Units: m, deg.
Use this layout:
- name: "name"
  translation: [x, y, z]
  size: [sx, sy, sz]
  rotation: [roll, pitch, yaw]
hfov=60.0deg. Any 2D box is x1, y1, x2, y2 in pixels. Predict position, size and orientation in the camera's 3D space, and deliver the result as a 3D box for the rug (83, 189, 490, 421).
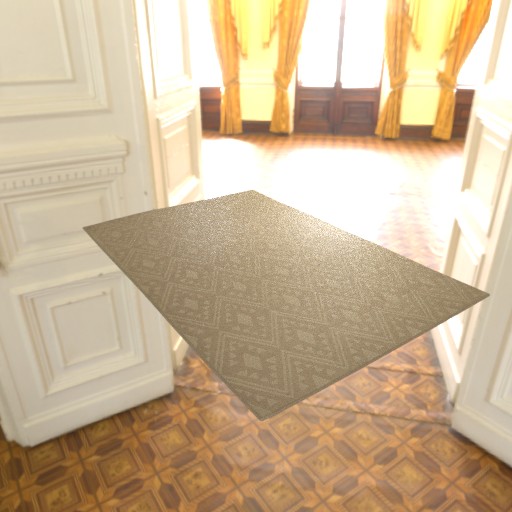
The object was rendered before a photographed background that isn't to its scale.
- name: "rug"
  translation: [0.000, 0.000, 2.301]
  size: [1.252, 0.034, 1.829]
  rotation: [-18, 32, -31]
